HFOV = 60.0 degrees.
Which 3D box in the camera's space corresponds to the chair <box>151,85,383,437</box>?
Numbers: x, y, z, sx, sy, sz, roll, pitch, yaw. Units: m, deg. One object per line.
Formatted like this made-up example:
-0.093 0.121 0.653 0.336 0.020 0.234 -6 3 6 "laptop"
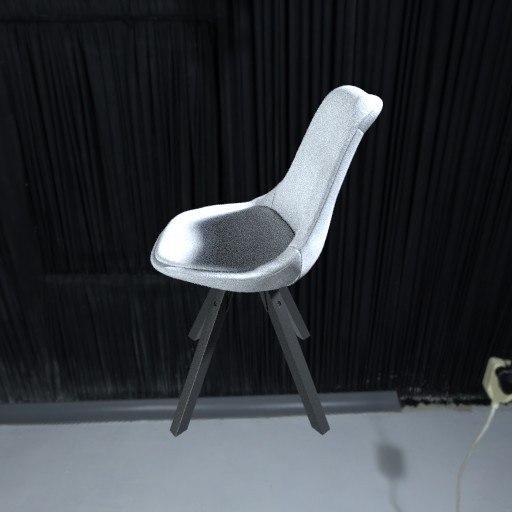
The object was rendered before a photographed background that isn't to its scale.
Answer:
0.000 0.000 1.210 0.550 0.850 0.485 -1 26 -2 "chair"
